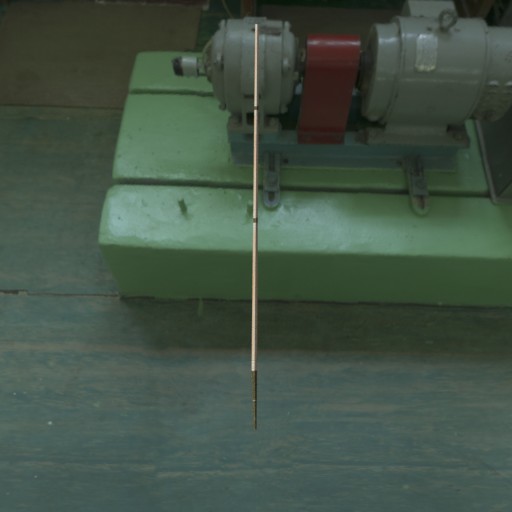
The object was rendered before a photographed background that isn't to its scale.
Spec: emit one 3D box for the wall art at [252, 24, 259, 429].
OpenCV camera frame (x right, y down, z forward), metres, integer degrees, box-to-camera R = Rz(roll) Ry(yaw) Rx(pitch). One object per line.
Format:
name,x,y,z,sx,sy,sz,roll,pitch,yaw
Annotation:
wall art,0.000,0.000,1.829,0.013,1.218,1.216,0,63,0
